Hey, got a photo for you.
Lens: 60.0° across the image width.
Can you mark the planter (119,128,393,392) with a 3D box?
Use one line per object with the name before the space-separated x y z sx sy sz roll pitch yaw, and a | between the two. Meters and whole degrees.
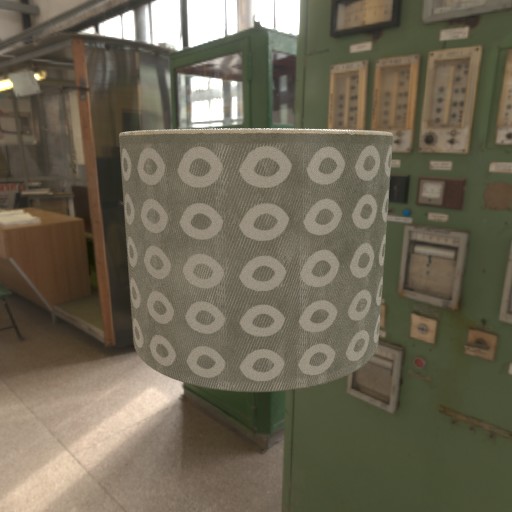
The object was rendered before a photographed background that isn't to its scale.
planter | 0.000 0.000 0.342 0.190 0.181 0.190 0 14 0
